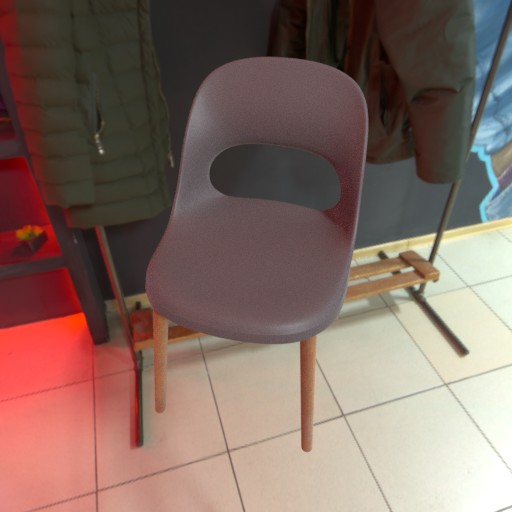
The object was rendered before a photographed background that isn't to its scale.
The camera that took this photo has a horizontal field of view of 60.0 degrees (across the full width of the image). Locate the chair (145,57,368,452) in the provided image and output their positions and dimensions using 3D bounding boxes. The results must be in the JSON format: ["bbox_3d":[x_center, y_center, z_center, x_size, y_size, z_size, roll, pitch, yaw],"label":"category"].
[{"bbox_3d":[0.000,0.000,1.117,0.470,0.795,0.556,10,41,12],"label":"chair"}]
